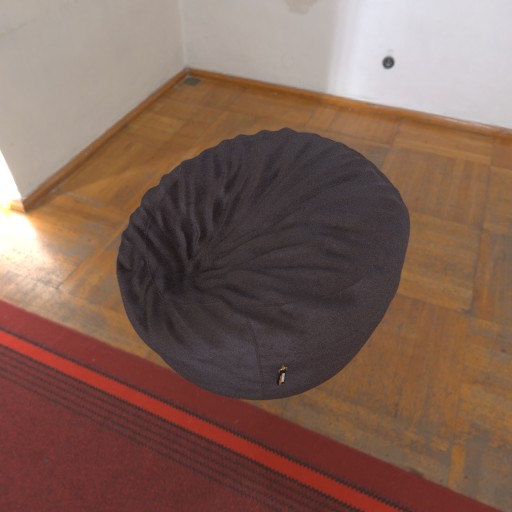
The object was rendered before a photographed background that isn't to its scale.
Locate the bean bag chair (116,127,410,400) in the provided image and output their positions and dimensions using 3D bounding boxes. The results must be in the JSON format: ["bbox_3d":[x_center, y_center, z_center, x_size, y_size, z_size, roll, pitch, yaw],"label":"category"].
[{"bbox_3d":[0.000,0.000,2.063,1.245,0.821,1.245,0,47,0],"label":"bean bag chair"}]
